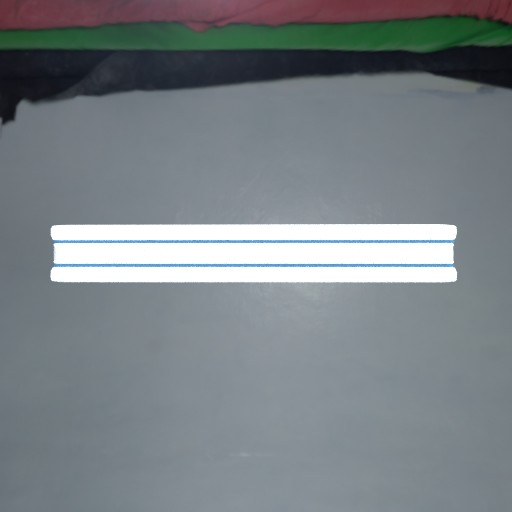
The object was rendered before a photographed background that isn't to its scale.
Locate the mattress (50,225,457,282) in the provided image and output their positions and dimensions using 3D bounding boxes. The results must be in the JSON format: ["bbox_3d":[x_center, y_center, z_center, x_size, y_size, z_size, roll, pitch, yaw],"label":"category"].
[{"bbox_3d":[0.000,0.000,2.737,1.600,0.230,2.000,0,-1,1],"label":"mattress"}]
